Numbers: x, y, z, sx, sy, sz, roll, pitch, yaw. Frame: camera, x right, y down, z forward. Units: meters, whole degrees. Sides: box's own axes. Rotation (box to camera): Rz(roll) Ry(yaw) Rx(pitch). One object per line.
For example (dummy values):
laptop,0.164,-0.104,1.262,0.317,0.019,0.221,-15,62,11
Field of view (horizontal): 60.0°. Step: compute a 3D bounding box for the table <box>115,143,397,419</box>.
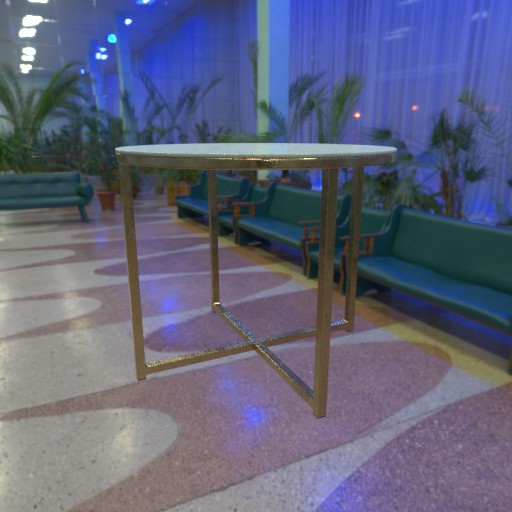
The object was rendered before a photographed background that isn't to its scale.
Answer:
table,0.000,0.000,0.879,0.500,0.420,0.500,0,16,0
